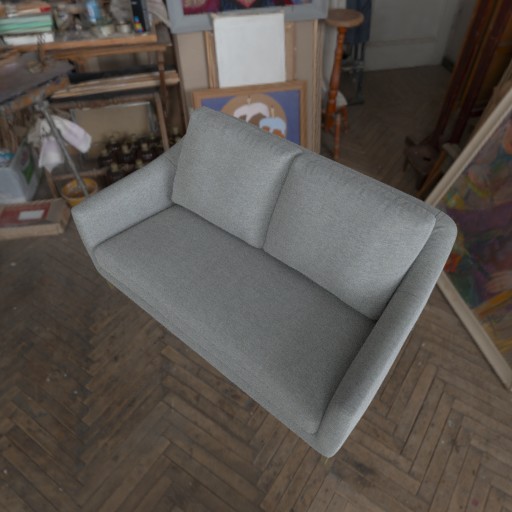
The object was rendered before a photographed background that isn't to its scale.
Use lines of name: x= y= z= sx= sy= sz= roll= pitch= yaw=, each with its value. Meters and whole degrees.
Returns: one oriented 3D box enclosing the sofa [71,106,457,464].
sofa: x=0.000 y=0.000 z=2.153 sx=1.619 sy=0.904 sz=0.960 roll=32 pitch=54 yaw=27
